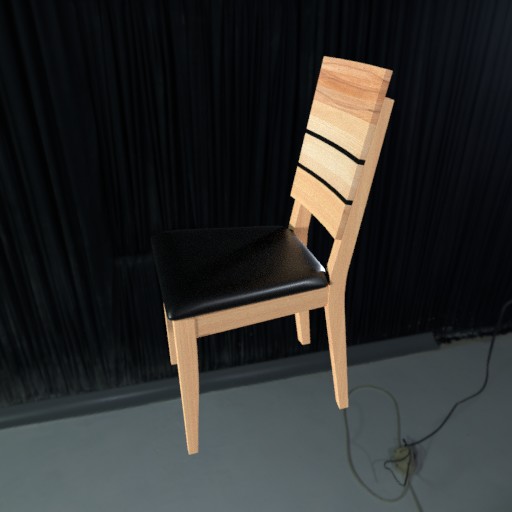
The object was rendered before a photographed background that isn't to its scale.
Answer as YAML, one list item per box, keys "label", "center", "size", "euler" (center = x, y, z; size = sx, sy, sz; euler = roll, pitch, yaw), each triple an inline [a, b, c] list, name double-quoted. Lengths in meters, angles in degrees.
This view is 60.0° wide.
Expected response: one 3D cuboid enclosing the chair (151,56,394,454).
- label: "chair"
  center: [0.000, 0.000, 1.182]
  size: [0.520, 0.940, 0.410]
  euler: [-8, 30, -15]
